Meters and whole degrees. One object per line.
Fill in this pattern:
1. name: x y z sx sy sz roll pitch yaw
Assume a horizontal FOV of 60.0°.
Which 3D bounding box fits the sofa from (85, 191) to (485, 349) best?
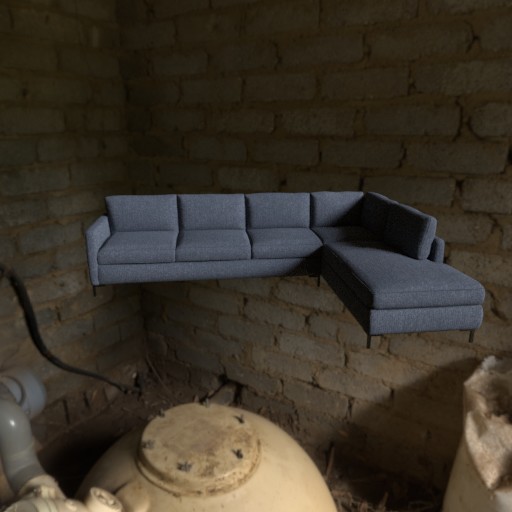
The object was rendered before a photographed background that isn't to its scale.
1. sofa: 0.000 0.000 3.781 2.949 0.815 2.007 -2 17 -6
